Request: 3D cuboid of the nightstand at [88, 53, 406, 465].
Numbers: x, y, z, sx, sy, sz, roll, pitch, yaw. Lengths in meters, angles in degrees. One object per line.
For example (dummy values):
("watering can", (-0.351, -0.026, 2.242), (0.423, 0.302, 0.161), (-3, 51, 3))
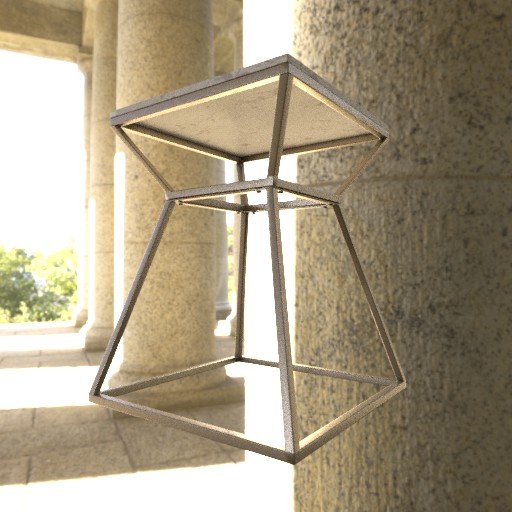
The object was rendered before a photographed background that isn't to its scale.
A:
("nightstand", (0.000, 0.000, 0.893), (0.455, 0.554, 0.455), (-1, -2, 36))
